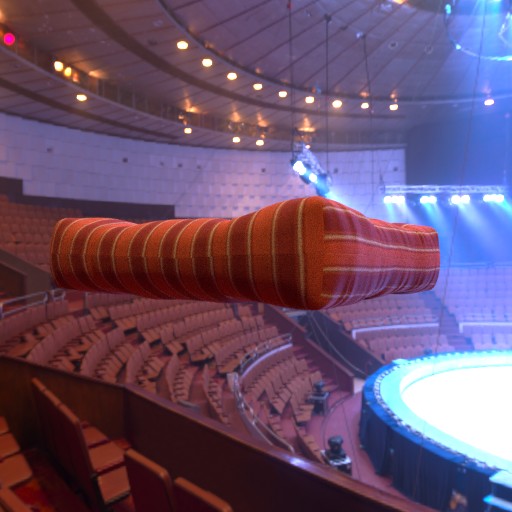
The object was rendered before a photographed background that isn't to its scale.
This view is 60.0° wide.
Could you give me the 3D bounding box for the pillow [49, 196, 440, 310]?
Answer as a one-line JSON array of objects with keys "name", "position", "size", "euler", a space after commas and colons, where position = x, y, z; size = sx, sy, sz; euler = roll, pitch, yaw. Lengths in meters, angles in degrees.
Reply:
[{"name": "pillow", "position": [0.000, 0.000, 0.733], "size": [0.490, 0.133, 0.468], "euler": [-1, -1, 35]}]
